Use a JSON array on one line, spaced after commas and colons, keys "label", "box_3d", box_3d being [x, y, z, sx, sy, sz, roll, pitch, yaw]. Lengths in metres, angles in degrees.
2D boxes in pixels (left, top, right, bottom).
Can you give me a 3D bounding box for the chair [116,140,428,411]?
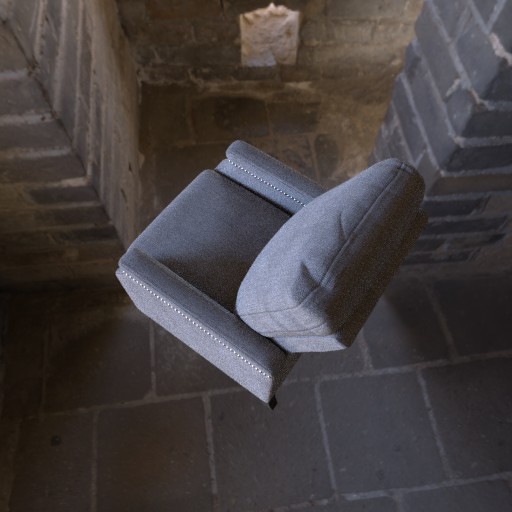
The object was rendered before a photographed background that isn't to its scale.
[{"label": "chair", "box_3d": [0.000, 0.000, 1.663, 0.922, 1.049, 0.710, 32, 66, 16]}]
